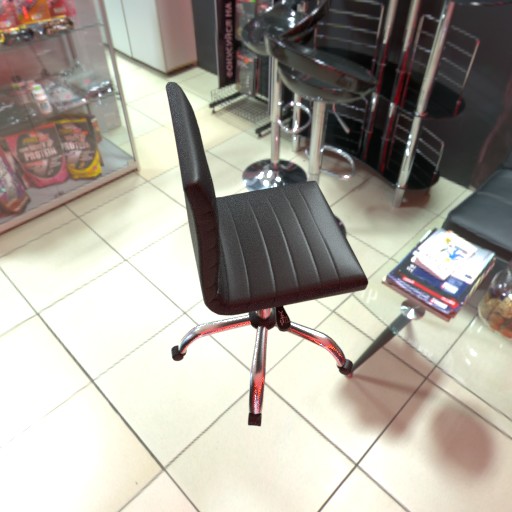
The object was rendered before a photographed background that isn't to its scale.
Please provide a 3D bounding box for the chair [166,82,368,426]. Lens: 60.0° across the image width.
[{"bbox_3d":[0.000,0.000,1.133,0.530,0.780,0.556,-9,46,-9],"label":"chair"}]
